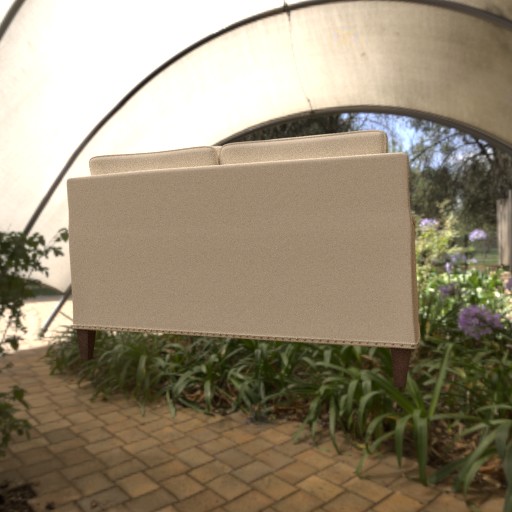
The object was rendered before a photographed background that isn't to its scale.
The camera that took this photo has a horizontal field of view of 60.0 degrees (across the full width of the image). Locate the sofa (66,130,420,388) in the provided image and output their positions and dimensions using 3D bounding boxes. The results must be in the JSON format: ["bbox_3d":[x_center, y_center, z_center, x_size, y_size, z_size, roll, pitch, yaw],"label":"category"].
[{"bbox_3d":[0.000,0.000,2.301,1.597,1.003,1.084,0,-1,19],"label":"sofa"}]
